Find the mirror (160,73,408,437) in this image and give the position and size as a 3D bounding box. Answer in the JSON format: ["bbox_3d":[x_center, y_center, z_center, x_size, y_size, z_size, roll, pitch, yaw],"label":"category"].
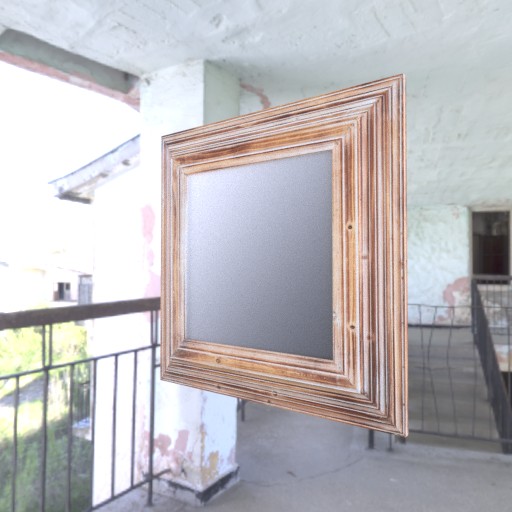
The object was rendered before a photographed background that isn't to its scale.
[{"bbox_3d":[0.000,0.000,1.212,0.804,0.804,0.061,-1,-1,37],"label":"mirror"}]
